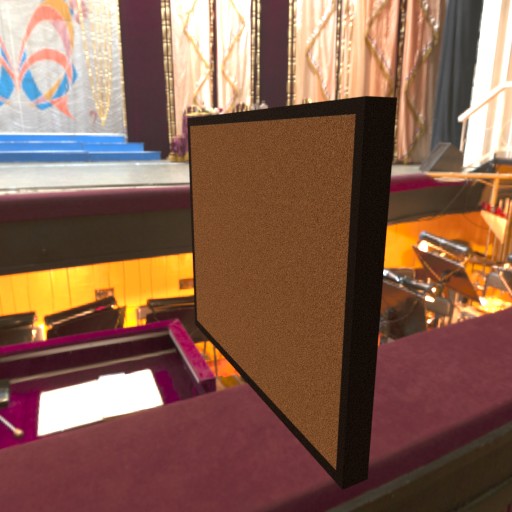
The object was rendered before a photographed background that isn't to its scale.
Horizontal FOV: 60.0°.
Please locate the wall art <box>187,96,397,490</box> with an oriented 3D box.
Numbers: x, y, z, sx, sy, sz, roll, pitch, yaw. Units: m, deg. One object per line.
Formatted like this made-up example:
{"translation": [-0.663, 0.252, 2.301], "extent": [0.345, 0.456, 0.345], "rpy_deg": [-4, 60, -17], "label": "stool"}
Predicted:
{"translation": [0.000, 0.000, 0.523], "extent": [0.028, 0.325, 0.397], "rpy_deg": [-7, 17, -25], "label": "wall art"}
